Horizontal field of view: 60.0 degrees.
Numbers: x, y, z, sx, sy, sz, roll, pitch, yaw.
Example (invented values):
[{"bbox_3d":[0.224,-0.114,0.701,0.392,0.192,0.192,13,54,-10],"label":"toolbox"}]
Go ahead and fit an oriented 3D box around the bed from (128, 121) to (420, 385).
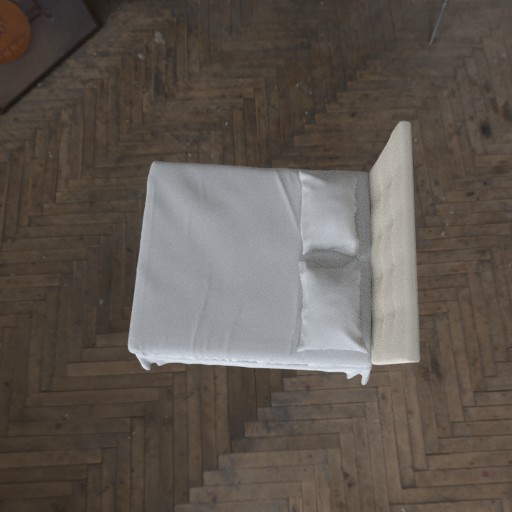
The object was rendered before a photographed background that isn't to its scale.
[{"bbox_3d":[0.000,0.000,3.606,2.222,1.577,1.936,3,75,1],"label":"bed"}]
